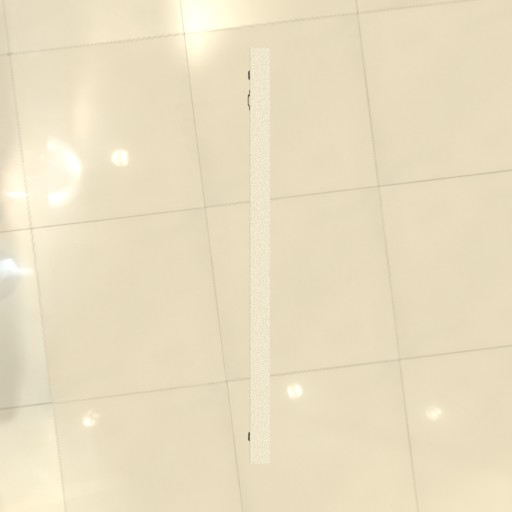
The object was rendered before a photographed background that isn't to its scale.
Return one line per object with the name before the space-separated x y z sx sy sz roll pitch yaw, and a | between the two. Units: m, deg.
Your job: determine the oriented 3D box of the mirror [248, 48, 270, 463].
mirror | 0.000 0.000 1.320 0.041 1.016 0.762 0 90 -1
